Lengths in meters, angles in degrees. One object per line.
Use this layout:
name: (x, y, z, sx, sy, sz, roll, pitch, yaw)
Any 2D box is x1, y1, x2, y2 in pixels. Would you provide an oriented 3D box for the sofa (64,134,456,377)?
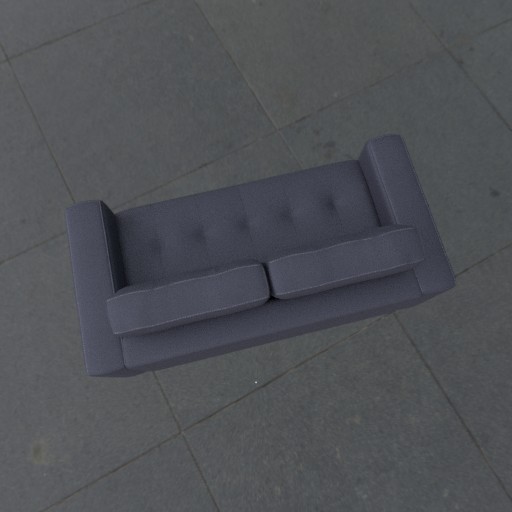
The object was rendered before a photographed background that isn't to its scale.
sofa: (0.000, 0.000, 2.237, 1.726, 0.893, 0.833, -13, 75, -4)
